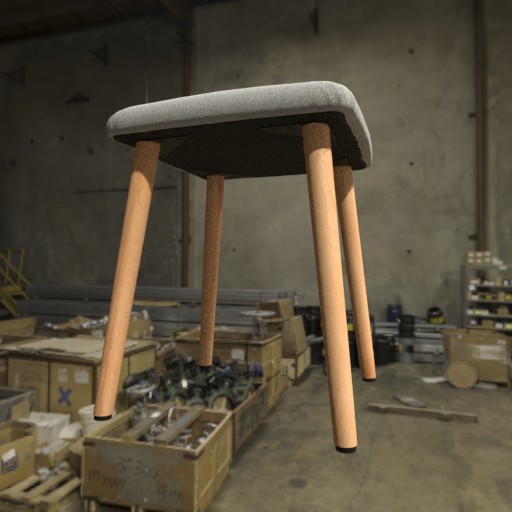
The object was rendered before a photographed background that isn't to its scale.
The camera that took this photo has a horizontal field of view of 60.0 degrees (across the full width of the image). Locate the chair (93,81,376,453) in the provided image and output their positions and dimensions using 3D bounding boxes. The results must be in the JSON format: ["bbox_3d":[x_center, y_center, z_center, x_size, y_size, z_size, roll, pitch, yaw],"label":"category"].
[{"bbox_3d":[0.000,0.000,0.697,0.350,0.440,0.350,-1,-2,19],"label":"chair"}]
